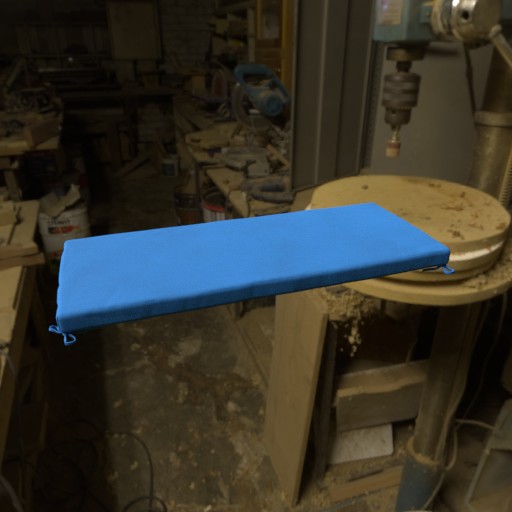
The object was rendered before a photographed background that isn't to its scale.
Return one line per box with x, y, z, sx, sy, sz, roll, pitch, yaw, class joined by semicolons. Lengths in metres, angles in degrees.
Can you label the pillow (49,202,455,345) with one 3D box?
0.000;0.000;1.395;1.187;0.081;0.492;-9;28;-16;pillow
